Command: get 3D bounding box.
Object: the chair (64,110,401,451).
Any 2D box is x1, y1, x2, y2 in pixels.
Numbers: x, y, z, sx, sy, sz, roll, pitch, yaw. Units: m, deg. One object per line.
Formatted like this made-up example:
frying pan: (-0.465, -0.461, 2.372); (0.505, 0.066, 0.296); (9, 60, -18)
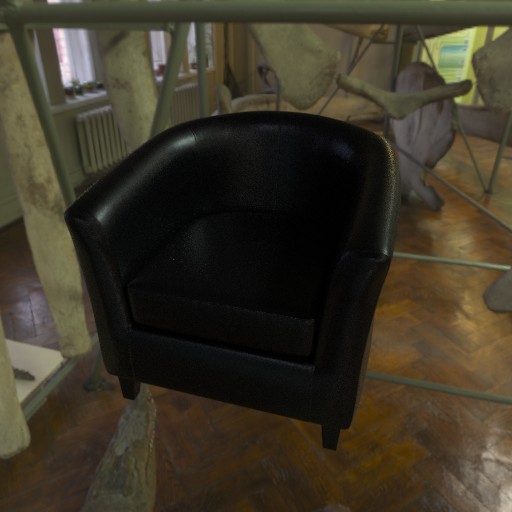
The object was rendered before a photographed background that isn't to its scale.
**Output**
chair: (0.000, 0.000, 1.382); (0.793, 0.756, 0.727); (8, 30, 15)
